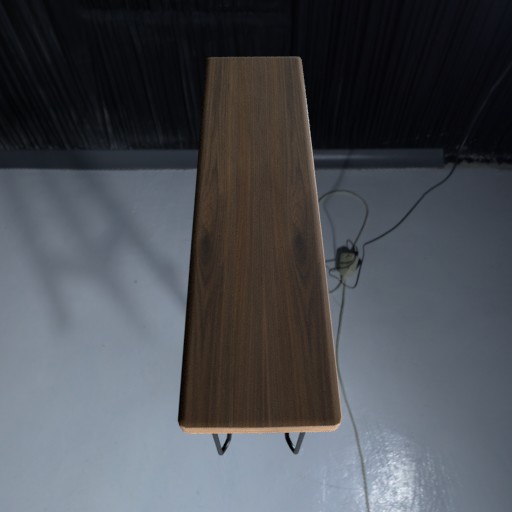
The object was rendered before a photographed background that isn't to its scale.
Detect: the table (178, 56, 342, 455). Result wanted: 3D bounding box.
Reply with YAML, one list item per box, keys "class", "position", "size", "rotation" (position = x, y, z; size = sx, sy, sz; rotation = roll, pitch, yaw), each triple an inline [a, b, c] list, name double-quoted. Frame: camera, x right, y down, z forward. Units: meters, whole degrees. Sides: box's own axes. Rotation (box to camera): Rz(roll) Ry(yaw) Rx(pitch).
- class: "table"
  position: [0.000, 0.000, 1.897]
  size: [0.425, 0.834, 1.570]
  rotation: [-1, 57, 0]
